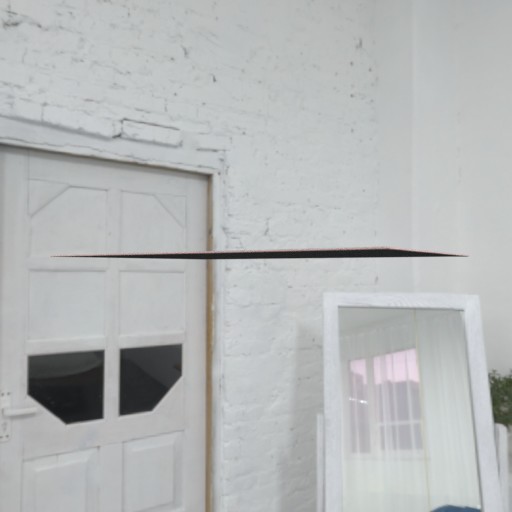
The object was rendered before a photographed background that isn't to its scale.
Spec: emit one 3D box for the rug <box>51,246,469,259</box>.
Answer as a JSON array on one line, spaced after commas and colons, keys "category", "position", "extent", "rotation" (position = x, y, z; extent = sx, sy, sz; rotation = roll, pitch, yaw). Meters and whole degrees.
[{"category": "rug", "position": [0.000, 0.000, 2.316], "extent": [1.829, 0.009, 1.219], "rotation": [-1, -2, 36]}]
